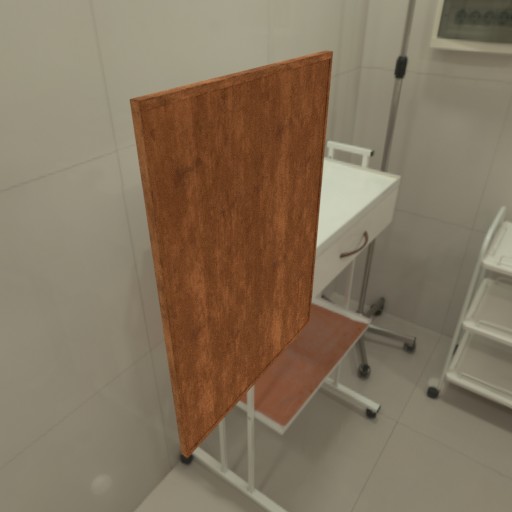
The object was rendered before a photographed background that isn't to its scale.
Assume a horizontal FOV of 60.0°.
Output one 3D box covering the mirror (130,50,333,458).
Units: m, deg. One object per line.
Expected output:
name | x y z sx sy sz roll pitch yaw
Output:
mirror | 0.000 0.000 1.394 0.028 1.099 0.796 20 38 29
